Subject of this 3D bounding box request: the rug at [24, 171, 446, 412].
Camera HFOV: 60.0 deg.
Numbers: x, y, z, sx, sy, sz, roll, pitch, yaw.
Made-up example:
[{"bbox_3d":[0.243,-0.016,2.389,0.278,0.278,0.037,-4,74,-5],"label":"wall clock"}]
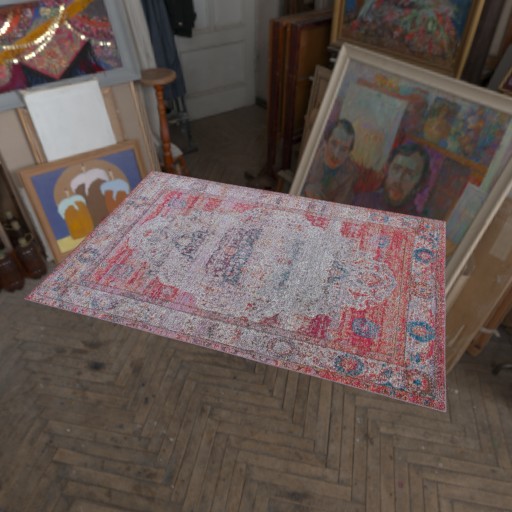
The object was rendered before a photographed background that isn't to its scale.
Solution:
[{"bbox_3d":[0.000,0.000,2.242,1.829,0.006,1.219,12,42,14],"label":"rug"}]
